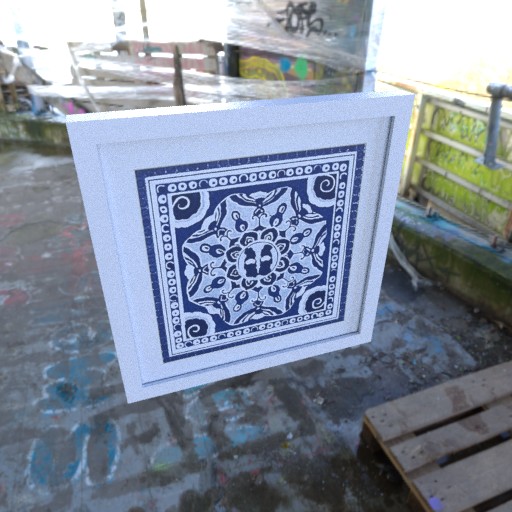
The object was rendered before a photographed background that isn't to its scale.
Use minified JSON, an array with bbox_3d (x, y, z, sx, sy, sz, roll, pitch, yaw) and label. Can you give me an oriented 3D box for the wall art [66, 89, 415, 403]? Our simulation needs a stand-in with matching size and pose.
[{"bbox_3d":[0.000,0.000,0.533,0.355,0.355,0.027,-10,33,-16],"label":"wall art"}]
